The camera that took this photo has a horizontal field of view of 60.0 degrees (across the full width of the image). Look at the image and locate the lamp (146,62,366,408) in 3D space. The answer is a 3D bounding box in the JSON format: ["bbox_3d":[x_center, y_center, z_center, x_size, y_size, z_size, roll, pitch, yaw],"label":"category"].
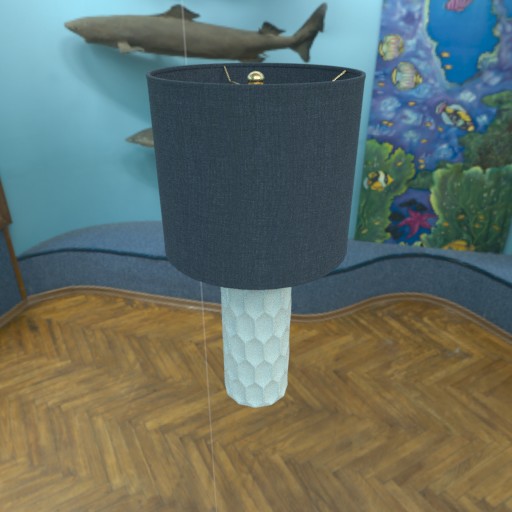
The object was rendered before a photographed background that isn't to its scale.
[{"bbox_3d":[0.000,0.000,0.694,0.277,0.537,0.277,8,29,15],"label":"lamp"}]
